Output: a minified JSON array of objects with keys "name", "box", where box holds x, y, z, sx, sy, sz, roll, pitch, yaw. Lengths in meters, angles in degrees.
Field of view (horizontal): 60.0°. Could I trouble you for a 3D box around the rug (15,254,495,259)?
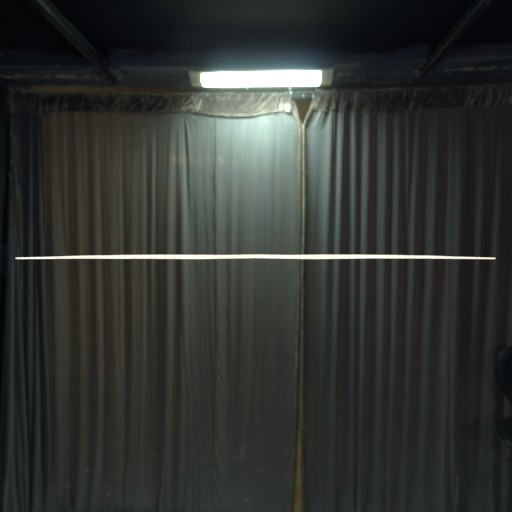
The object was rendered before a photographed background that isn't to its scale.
[{"name":"rug","box":[0.000,0.000,2.700,2.135,0.013,1.524,0,1,1]}]
